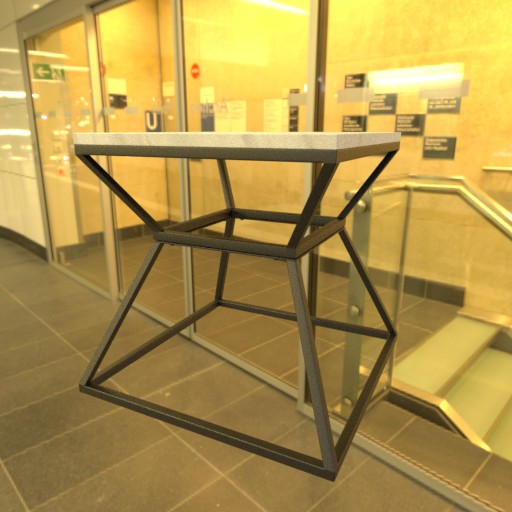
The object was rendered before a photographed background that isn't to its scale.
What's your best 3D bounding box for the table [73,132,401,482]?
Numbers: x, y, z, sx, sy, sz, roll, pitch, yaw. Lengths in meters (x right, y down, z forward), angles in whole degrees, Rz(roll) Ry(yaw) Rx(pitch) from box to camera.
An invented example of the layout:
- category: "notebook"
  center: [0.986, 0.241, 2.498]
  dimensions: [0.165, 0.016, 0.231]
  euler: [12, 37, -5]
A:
- category: "table"
  center: [0.000, 0.000, 0.802]
  dimensions: [0.455, 0.431, 0.455]
  euler: [8, 18, 26]
